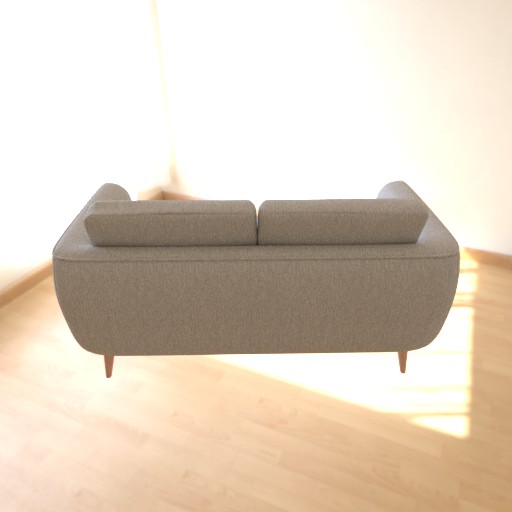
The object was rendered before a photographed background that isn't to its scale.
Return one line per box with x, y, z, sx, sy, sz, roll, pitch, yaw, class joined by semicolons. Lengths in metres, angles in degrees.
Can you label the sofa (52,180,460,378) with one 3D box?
0.000;0.000;2.198;1.700;0.850;0.920;-1;31;-1;sofa
